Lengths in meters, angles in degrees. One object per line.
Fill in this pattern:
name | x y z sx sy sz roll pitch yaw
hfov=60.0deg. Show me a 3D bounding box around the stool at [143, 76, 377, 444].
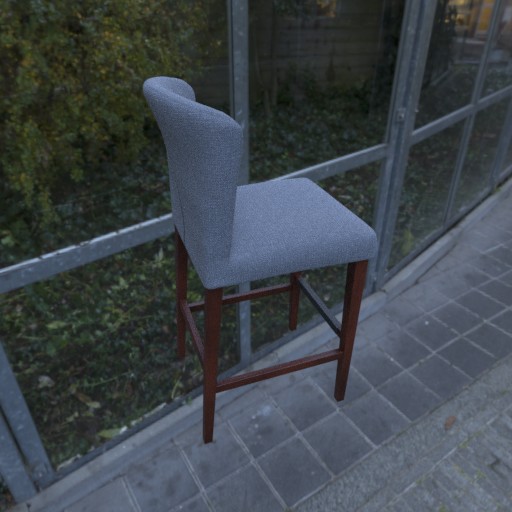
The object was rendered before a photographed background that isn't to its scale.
stool | 0.000 0.000 1.405 0.568 1.069 0.486 -11 33 -17
